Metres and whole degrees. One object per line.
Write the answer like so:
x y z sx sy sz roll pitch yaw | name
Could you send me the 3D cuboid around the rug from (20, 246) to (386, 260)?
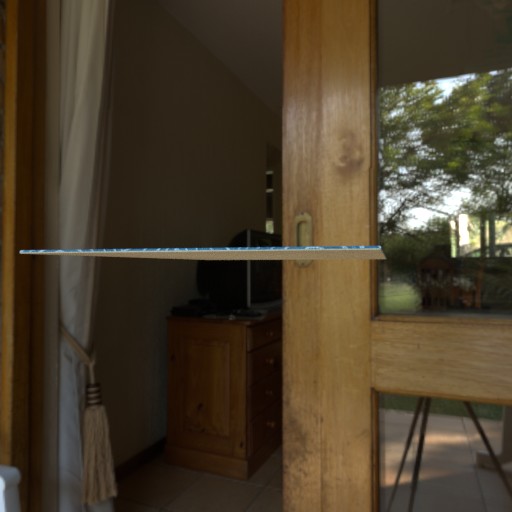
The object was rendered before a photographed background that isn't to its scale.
0.000 0.000 2.765 1.543 0.015 2.144 0 -1 17 | rug
